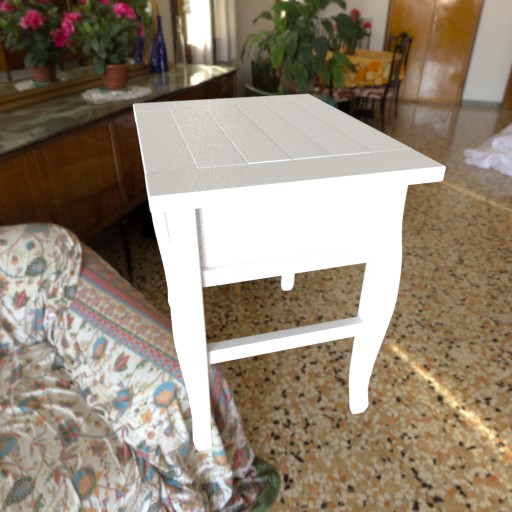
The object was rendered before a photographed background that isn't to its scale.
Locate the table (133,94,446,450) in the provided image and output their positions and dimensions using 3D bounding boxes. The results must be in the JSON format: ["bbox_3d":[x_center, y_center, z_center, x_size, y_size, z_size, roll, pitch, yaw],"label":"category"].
[{"bbox_3d":[0.000,0.000,1.048,0.463,0.605,0.599,-8,32,-13],"label":"table"}]
